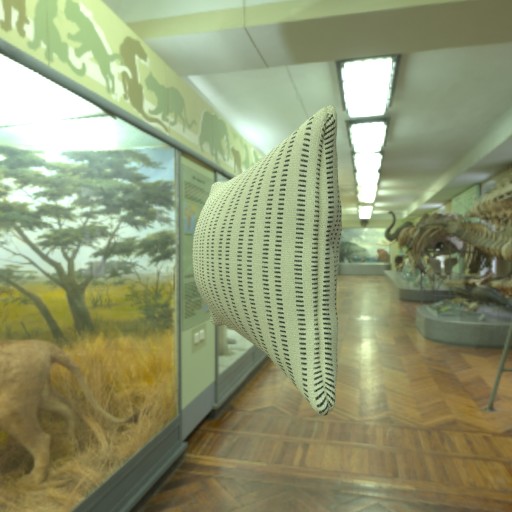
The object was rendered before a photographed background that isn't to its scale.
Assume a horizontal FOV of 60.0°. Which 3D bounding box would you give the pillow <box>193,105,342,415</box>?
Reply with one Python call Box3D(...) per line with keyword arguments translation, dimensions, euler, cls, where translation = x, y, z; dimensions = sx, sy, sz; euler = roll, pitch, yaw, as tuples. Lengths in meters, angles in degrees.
Box3D(translation=(0.000, 0.000, 0.805), dimensions=(0.210, 0.353, 0.640), euler=(0, 1, -17), cls="pillow")
